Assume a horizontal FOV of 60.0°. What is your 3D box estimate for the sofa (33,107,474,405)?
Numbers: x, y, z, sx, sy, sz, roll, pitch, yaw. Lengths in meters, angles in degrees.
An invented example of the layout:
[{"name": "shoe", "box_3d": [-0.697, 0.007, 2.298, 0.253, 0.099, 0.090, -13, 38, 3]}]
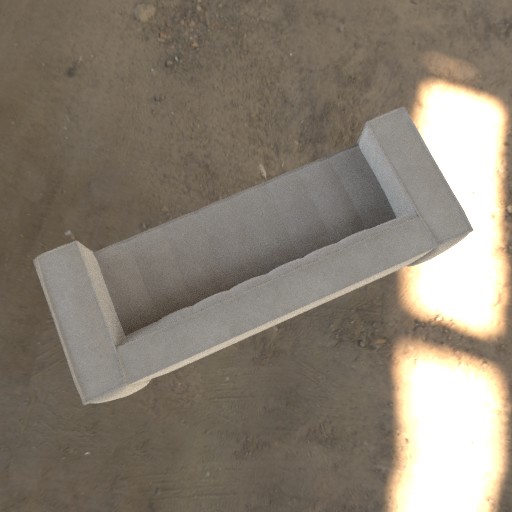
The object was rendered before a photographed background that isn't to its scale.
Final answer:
[{"name": "sofa", "box_3d": [0.000, 0.000, 3.133, 2.697, 0.680, 1.038, -23, 78, -5]}]
